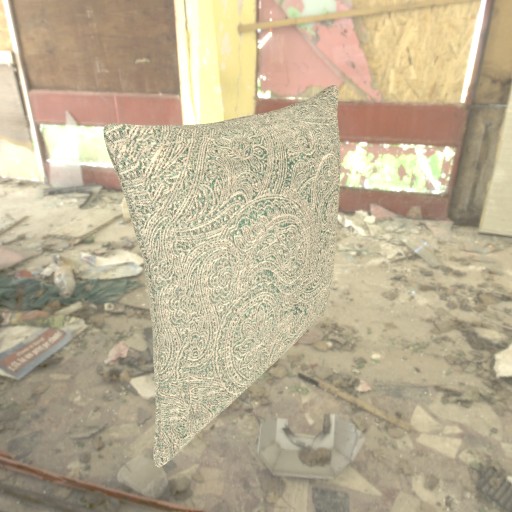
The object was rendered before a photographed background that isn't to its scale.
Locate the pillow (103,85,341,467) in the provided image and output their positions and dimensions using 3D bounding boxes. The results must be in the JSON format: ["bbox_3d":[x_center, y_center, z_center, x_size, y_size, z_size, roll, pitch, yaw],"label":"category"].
[{"bbox_3d":[0.000,0.000,0.753,0.166,0.507,0.526,18,31,32],"label":"pillow"}]
